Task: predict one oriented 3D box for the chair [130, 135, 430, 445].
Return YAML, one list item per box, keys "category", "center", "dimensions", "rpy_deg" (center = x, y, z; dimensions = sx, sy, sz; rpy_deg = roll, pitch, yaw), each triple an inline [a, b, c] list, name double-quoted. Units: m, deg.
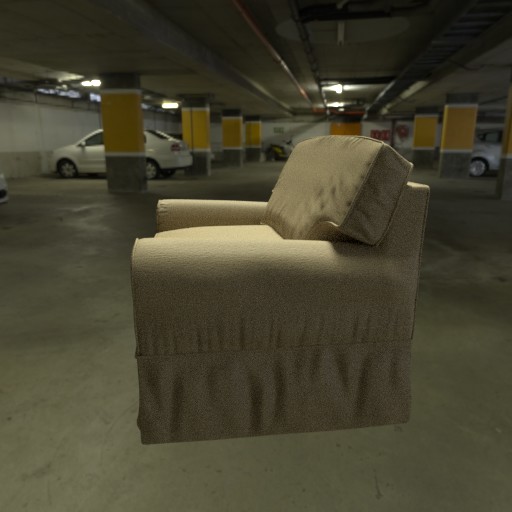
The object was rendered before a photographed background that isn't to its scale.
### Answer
- category: "chair"
  center: [0.000, 0.000, 1.782]
  dimensions: [0.903, 0.937, 1.096]
  rpy_deg: [-2, 15, -8]
